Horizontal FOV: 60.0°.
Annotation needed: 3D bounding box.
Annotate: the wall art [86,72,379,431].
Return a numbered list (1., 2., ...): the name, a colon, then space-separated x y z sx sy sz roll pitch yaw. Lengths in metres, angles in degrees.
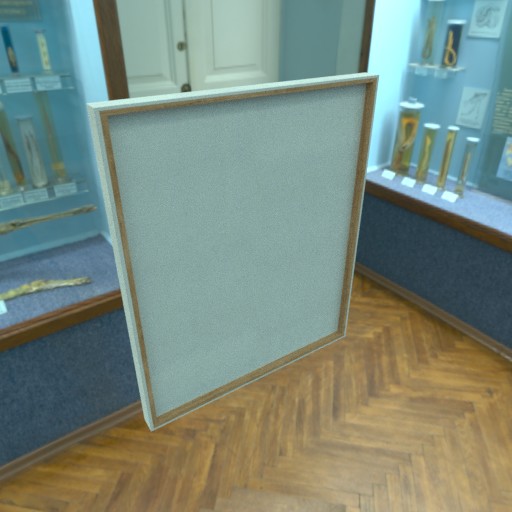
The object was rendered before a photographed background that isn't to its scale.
1. wall art: 0.000 0.000 0.838 0.508 0.606 0.037 -18 35 -29
